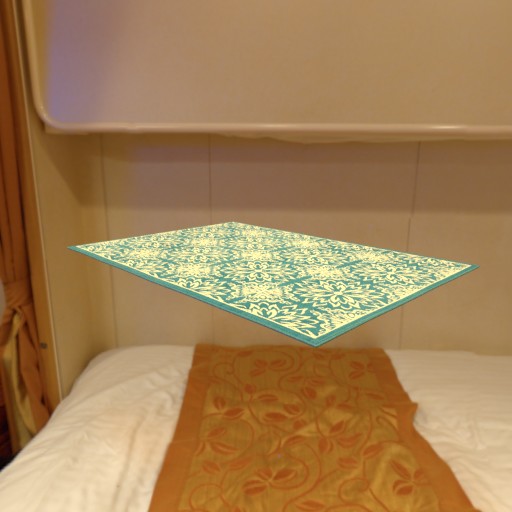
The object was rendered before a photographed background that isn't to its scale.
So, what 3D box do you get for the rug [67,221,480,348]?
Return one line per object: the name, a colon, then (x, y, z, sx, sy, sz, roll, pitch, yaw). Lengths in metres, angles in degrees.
rug: (0.000, 0.000, 2.861, 1.554, 0.012, 2.205, -13, 19, -43)
